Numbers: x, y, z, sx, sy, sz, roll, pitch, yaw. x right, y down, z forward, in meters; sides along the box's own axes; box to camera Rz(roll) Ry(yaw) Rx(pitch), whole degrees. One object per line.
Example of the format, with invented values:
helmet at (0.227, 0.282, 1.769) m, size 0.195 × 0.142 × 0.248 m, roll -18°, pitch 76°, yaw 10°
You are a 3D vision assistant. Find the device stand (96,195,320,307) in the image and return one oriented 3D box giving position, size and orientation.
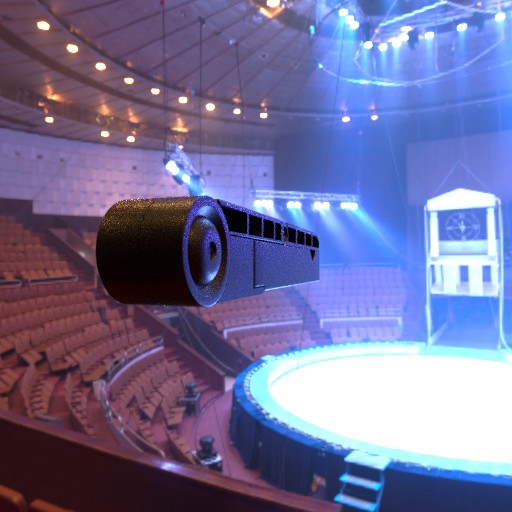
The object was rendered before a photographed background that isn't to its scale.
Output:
device stand at (0.000, 0.000, 0.191) m, size 0.026 × 0.030 × 0.179 m, roll 0°, pitch -1°, yaw 19°
